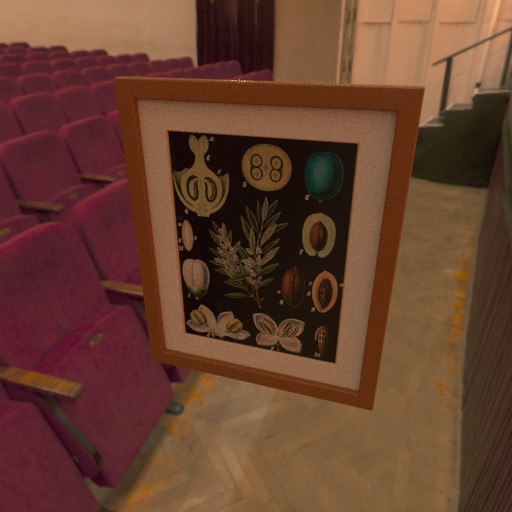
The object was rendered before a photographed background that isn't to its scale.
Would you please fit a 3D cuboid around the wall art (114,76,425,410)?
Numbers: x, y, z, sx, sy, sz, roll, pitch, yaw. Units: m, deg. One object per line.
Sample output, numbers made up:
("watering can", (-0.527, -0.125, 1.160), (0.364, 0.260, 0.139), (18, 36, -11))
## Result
("wall art", (0.000, 0.000, 0.515), (0.310, 0.379, 0.015), (8, 28, 16))
